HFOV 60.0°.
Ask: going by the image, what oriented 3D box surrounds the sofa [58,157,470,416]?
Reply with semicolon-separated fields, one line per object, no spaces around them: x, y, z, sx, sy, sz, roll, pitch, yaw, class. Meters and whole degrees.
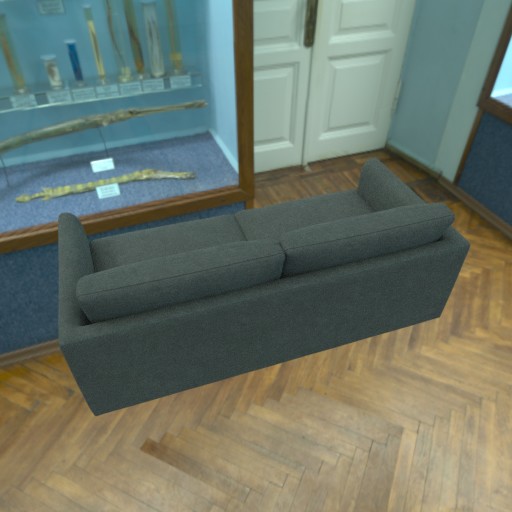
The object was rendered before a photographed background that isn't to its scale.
0.000;0.000;2.780;2.257;0.838;1.092;-13;43;-14;sofa
